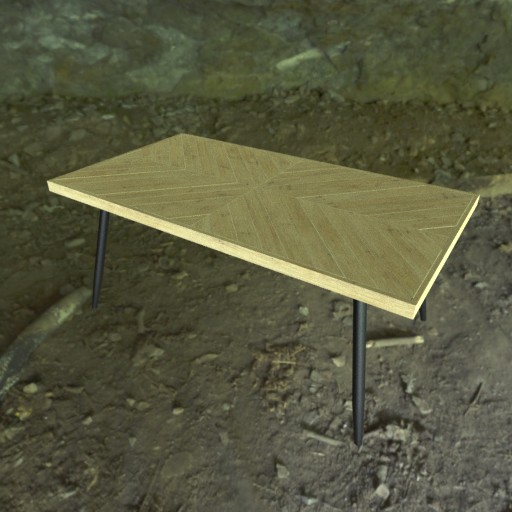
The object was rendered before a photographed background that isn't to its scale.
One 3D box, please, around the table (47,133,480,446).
[{"bbox_3d":[0.000,0.000,2.301,1.803,0.762,0.991,19,36,28],"label":"table"}]
